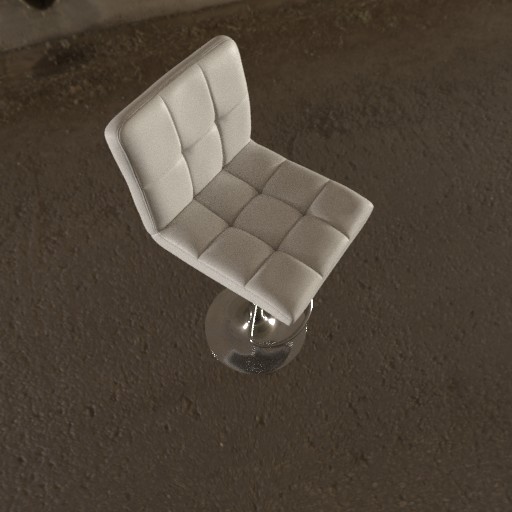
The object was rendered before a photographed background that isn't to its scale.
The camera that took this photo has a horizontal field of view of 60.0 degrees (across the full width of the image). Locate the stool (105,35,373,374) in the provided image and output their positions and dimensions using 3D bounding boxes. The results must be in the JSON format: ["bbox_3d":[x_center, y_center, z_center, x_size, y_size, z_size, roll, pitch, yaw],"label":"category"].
[{"bbox_3d":[0.000,0.000,1.382,0.505,1.115,0.430,31,64,17],"label":"stool"}]
